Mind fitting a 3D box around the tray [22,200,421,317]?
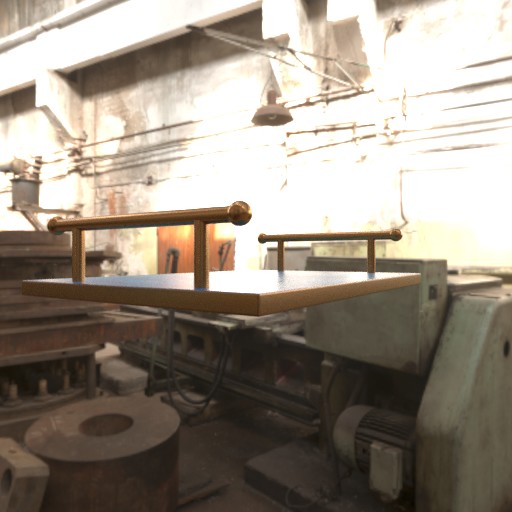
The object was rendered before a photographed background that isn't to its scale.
[{"bbox_3d":[0.000,0.000,0.571,0.304,0.084,0.444,0,0,34],"label":"tray"}]
